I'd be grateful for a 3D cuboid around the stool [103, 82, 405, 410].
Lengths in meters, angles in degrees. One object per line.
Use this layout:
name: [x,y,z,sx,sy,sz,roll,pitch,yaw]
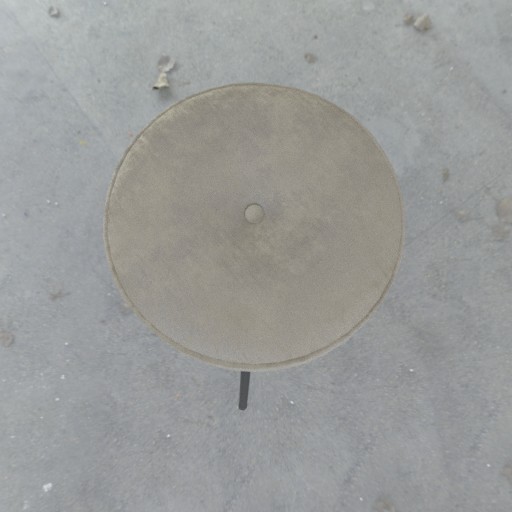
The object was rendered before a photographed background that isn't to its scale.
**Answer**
stool: [0.000,0.000,0.843,0.423,0.538,0.457,-35,78,-8]
